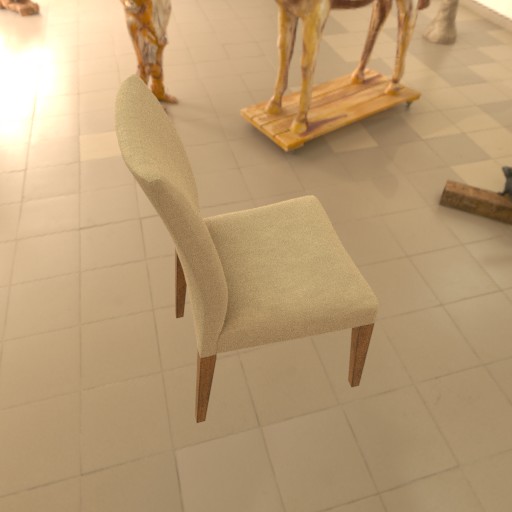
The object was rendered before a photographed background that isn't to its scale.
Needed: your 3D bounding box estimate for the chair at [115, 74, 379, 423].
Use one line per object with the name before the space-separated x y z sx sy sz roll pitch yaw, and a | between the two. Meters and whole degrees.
chair | 0.000 0.000 1.270 0.585 0.940 0.496 -12 48 -11
